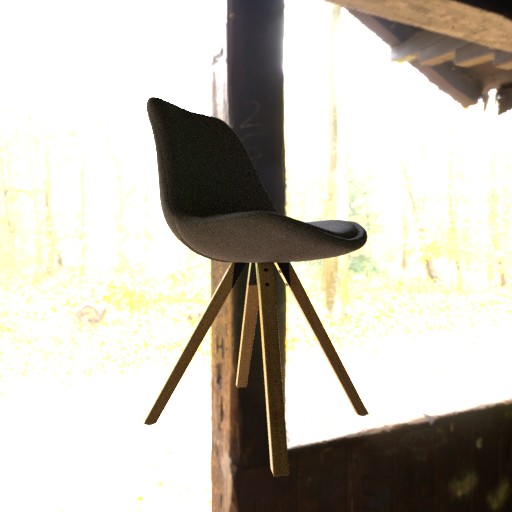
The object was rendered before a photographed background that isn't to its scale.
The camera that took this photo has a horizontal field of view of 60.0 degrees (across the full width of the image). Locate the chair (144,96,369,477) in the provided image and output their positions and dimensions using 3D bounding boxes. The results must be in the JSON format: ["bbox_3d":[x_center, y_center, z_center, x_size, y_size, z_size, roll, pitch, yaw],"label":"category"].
[{"bbox_3d":[0.000,0.000,1.166,0.550,0.865,0.483,1,1,37],"label":"chair"}]
